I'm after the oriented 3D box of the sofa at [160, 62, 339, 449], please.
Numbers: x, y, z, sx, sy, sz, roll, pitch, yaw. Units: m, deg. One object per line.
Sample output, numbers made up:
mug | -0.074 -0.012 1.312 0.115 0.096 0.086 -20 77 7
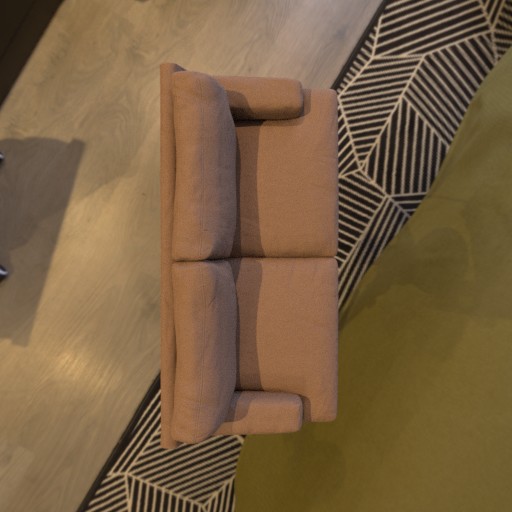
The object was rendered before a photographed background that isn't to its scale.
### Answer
sofa | 0.000 0.000 2.871 1.140 0.950 2.274 0 91 -1
